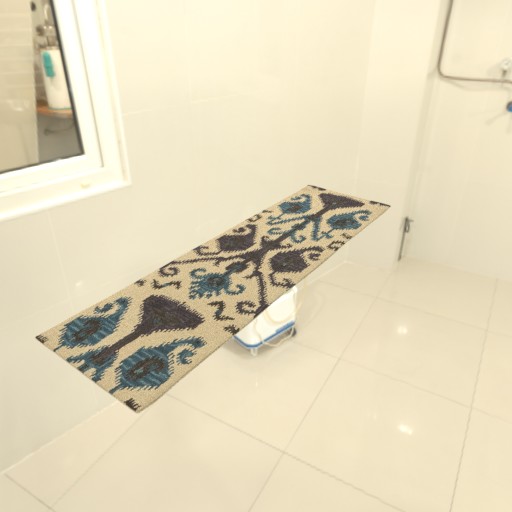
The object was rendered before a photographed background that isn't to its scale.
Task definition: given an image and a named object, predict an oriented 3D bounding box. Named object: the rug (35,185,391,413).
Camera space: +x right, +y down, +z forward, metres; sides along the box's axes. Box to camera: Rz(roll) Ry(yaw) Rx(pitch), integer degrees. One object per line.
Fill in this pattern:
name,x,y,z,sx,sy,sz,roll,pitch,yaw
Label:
rug,0.000,0.000,2.547,0.692,0.017,2.301,21,36,31
